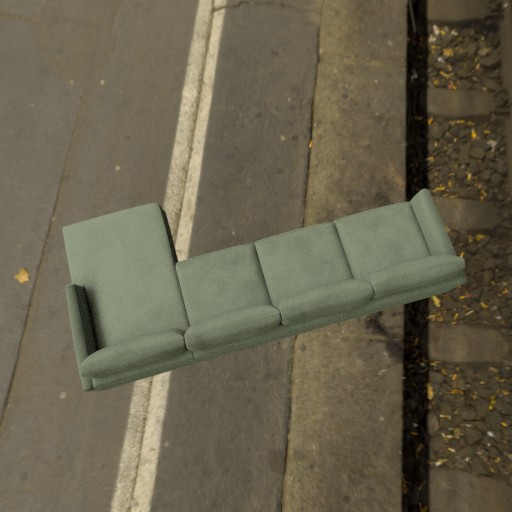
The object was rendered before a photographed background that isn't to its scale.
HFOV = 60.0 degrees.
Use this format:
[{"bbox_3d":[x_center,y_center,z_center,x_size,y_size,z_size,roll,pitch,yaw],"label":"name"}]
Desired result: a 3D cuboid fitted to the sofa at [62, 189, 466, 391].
[{"bbox_3d":[0.000,0.000,3.289,2.725,0.756,1.255,-15,75,-4],"label":"sofa"}]
